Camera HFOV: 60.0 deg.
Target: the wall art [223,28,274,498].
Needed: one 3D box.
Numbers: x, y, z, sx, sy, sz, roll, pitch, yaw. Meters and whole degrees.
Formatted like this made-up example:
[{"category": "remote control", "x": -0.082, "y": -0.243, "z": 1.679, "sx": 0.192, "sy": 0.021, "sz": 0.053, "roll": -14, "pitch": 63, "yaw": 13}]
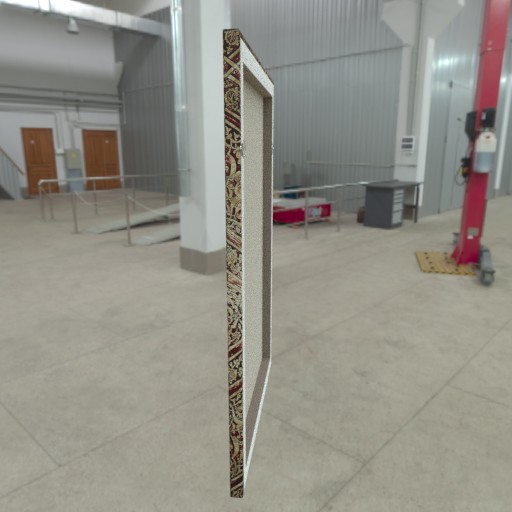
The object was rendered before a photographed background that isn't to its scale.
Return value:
[{"category": "wall art", "x": 0.000, "y": 0.000, "z": 1.116, "sx": 0.030, "sy": 0.904, "sz": 0.599, "roll": 2, "pitch": 14, "yaw": 7}]
